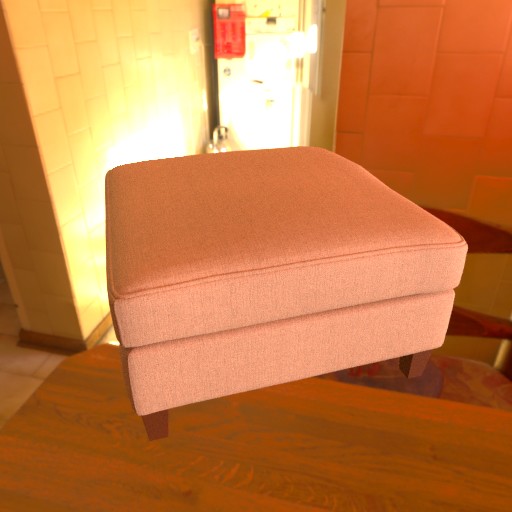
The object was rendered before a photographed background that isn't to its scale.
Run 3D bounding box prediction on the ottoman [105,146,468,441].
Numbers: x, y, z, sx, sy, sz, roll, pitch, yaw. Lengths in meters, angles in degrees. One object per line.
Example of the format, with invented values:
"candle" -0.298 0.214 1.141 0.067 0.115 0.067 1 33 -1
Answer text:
"ottoman" 0.000 0.000 1.367 0.838 0.503 0.838 -8 30 -15
